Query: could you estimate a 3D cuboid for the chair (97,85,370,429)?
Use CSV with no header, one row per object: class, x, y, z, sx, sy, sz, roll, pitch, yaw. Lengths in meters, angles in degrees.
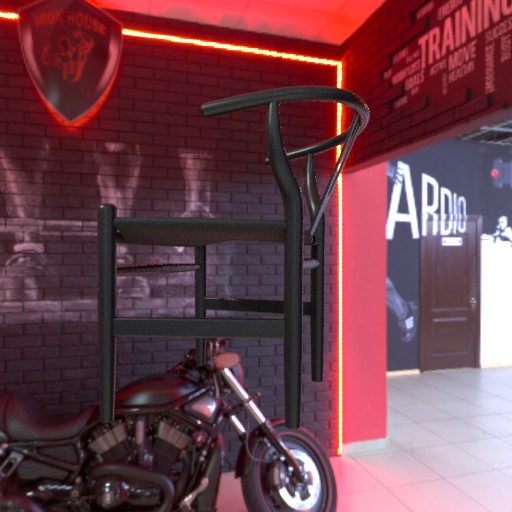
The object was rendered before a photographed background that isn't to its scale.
chair,0.000,0.000,1.163,0.579,0.730,0.569,0,0,16
